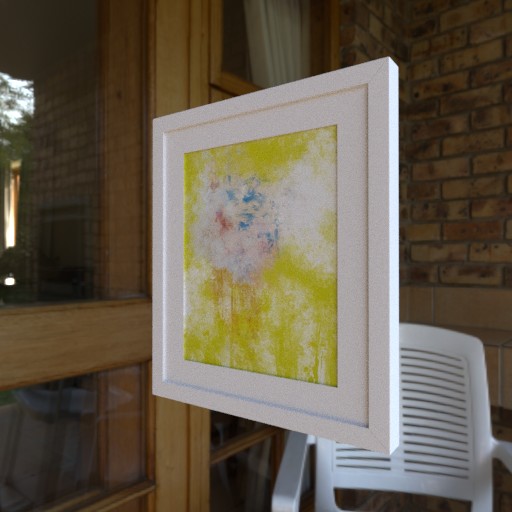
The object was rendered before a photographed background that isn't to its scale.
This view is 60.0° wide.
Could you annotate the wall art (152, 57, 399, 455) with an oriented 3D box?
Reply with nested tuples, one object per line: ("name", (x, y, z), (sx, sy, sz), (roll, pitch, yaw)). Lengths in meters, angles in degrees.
("wall art", (0.000, 0.000, 0.528), (0.331, 0.381, 0.028), (0, -1, 35))
